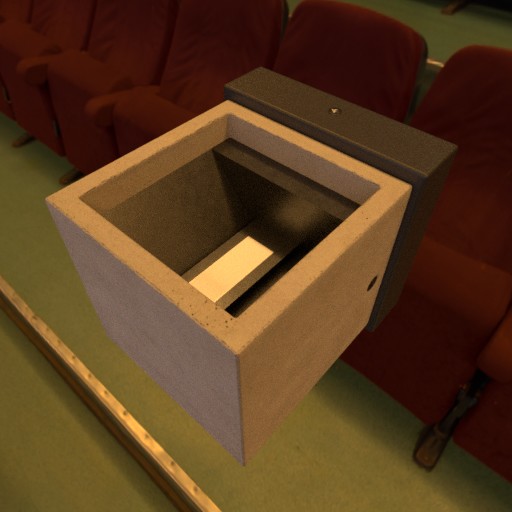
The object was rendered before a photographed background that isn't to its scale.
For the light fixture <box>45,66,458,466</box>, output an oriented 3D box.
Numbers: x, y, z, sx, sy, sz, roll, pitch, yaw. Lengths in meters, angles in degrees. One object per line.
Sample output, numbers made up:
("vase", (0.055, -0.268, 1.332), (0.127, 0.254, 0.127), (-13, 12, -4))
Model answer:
("light fixture", (0.000, 0.000, 0.236), (0.121, 0.121, 0.143), (33, 56, 27))
